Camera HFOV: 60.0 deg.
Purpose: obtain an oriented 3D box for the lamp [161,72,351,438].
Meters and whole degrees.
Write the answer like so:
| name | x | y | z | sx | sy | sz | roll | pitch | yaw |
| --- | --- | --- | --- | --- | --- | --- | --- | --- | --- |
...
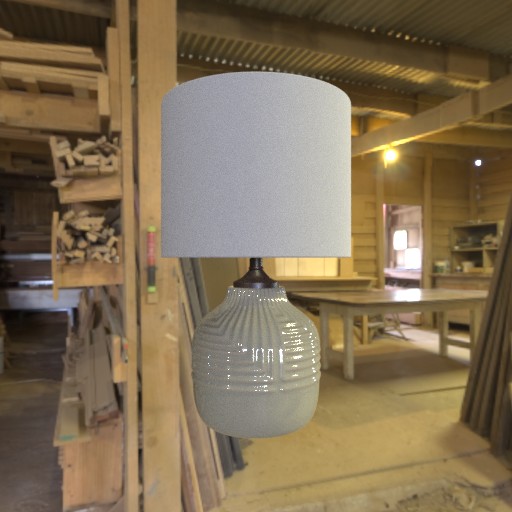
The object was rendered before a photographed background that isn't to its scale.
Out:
| name | x | y | z | sx | sy | sz | roll | pitch | yaw |
| --- | --- | --- | --- | --- | --- | --- | --- | --- | --- |
| lamp | 0.000 | 0.000 | 0.758 | 0.318 | 0.567 | 0.318 | 0 | 0 | 0 |
